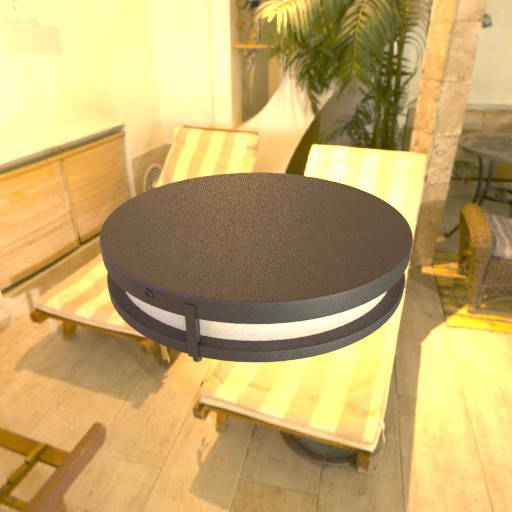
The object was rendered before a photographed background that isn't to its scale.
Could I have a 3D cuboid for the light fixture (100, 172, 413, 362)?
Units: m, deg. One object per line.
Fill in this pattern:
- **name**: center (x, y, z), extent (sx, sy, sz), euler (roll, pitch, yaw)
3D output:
- **light fixture**: center (0.000, 0.000, 0.547), extent (0.356, 0.102, 0.356), euler (0, 28, 0)
